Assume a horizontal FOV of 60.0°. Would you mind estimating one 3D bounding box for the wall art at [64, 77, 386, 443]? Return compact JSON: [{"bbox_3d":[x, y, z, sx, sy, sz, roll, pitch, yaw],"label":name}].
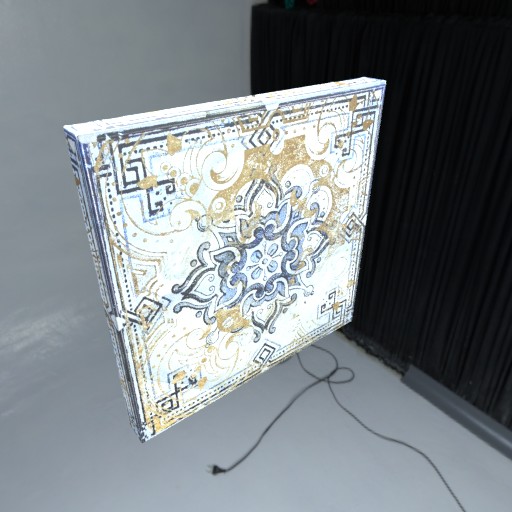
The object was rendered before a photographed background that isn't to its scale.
[{"bbox_3d":[0.000,0.000,0.600,0.411,0.410,0.038,-22,38,-32],"label":"wall art"}]
